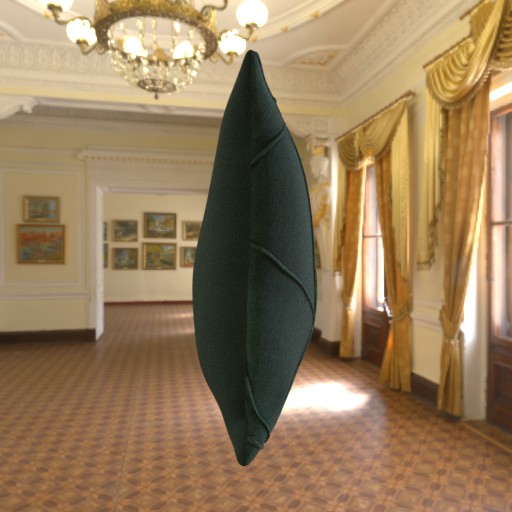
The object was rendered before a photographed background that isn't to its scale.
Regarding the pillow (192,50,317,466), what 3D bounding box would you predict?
[{"bbox_3d":[0.000,0.000,0.676,0.184,0.440,0.439,0,0,1],"label":"pillow"}]
